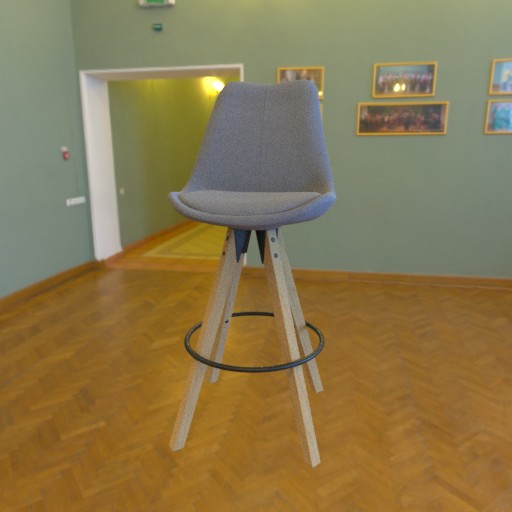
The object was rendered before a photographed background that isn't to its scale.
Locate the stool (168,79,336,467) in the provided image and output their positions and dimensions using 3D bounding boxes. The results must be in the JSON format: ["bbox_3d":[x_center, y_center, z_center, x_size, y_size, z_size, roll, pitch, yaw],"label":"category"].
[{"bbox_3d":[0.000,0.000,1.408,0.485,1.115,0.550,2,14,9],"label":"stool"}]
